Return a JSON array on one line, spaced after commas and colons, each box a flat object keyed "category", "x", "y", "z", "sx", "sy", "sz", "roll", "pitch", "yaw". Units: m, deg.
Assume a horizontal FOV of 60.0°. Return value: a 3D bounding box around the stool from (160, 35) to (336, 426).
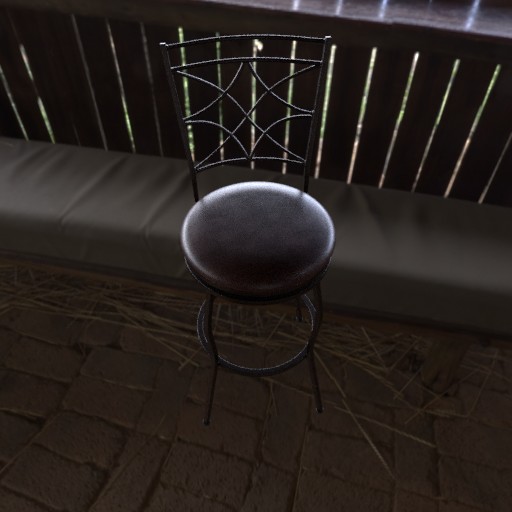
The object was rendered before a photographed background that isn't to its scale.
[{"category": "stool", "x": 0.000, "y": 0.000, "z": 1.362, "sx": 0.434, "sy": 1.117, "sz": 0.534, "roll": -4, "pitch": 45, "yaw": -4}]
